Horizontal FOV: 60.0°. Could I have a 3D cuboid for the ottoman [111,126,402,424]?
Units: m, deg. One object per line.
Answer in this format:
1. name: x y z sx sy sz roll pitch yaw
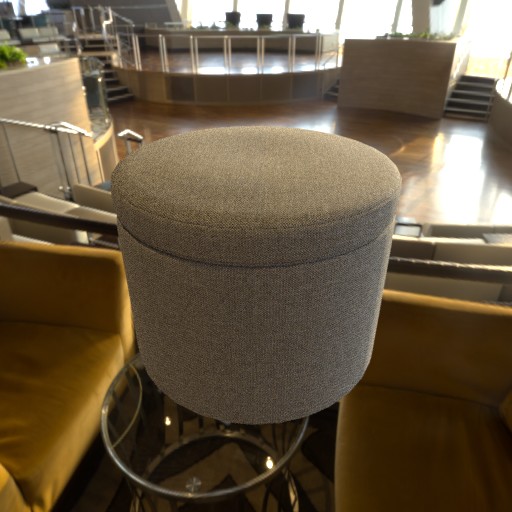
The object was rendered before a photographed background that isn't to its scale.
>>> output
1. ottoman: 0.000 0.000 0.878 0.500 0.419 0.500 0 31 0
